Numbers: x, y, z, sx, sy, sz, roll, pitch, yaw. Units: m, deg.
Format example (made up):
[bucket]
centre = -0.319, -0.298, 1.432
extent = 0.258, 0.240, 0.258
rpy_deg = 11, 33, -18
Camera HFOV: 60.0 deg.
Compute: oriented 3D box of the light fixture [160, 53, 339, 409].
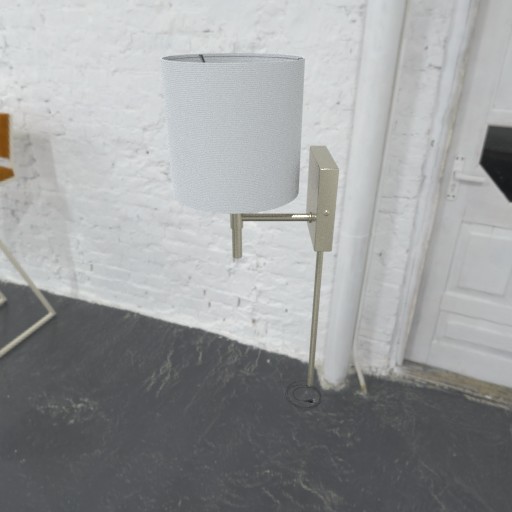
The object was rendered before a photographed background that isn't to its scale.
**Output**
[light fixture]
centre = 0.000, 0.000, 0.719
extent = 0.248, 0.589, 0.188
rpy_deg = 0, 28, 0
